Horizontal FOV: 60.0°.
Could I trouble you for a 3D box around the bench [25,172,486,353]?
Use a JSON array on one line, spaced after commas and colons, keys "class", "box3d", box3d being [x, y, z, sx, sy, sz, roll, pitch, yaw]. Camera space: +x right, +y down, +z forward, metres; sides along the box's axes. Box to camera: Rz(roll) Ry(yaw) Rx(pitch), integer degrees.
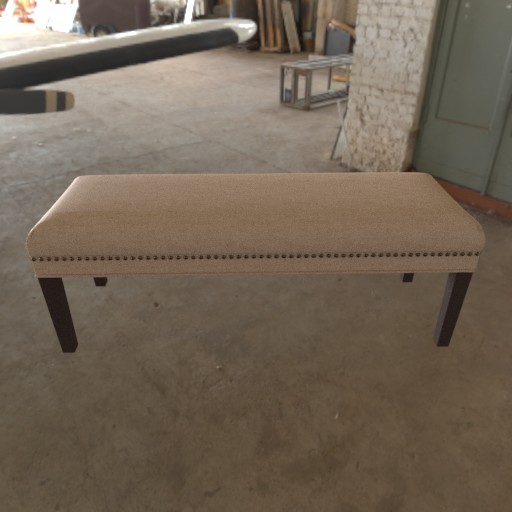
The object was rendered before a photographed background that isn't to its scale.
[{"class": "bench", "box3d": [0.000, 0.000, 1.424, 1.219, 0.457, 0.410, -1, 31, -1]}]
